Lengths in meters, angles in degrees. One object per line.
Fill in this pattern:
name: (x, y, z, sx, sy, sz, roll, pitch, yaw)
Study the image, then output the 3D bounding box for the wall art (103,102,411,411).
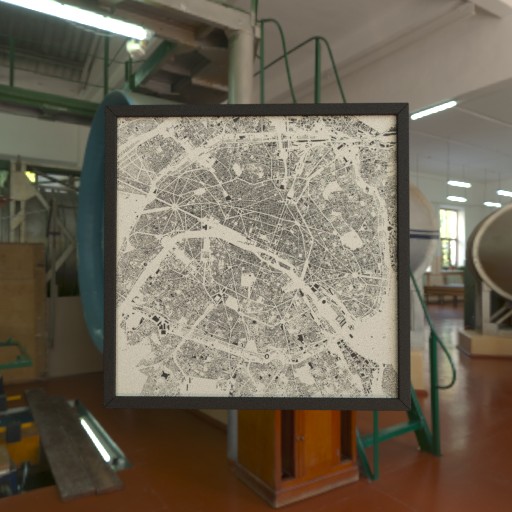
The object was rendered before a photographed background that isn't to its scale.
wall art: (0.000, 0.000, 0.753, 0.508, 0.508, 0.037, 0, -1, 1)
